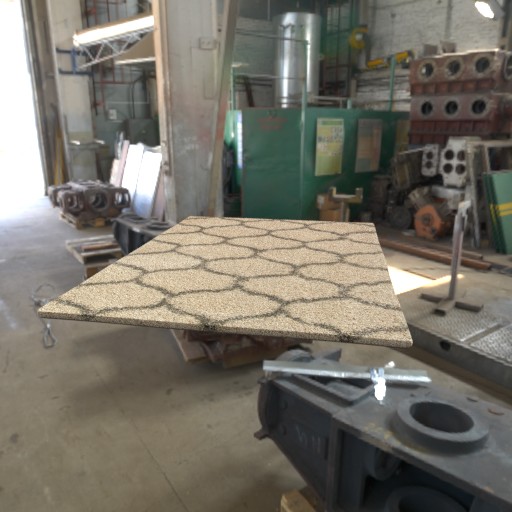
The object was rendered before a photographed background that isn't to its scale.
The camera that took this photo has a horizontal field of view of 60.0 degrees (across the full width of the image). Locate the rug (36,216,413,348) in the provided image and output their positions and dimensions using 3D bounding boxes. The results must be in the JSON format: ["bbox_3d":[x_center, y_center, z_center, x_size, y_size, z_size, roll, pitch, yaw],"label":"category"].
[{"bbox_3d":[0.000,0.000,2.112,1.200,0.025,1.600,3,17,10],"label":"rug"}]
